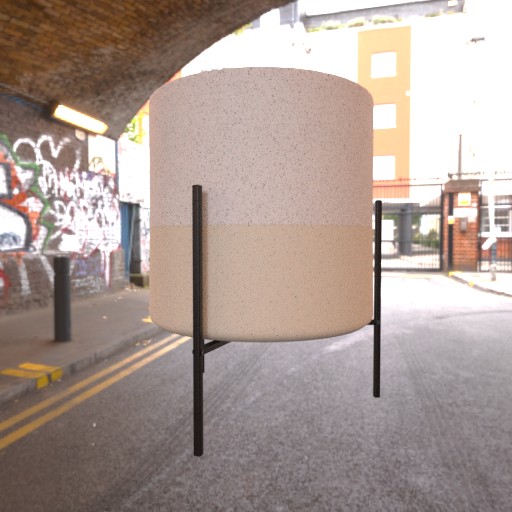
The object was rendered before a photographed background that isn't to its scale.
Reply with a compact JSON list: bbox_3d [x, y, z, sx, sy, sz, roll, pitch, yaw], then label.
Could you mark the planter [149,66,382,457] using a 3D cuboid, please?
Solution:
[{"bbox_3d":[0.000,0.000,0.645,0.313,0.423,0.335,-2,3,-37],"label":"planter"}]
